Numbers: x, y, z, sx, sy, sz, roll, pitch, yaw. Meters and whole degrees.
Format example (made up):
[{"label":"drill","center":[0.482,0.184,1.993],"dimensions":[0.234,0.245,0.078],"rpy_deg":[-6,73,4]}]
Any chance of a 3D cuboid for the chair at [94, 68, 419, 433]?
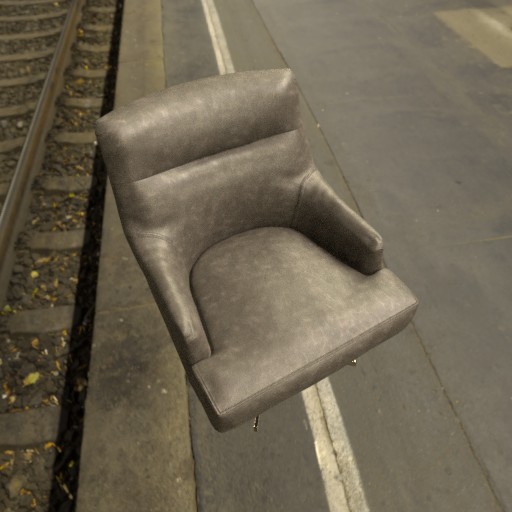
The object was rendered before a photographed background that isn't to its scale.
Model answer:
[{"label":"chair","center":[0.000,0.000,1.486],"dimensions":[0.738,0.870,0.874],"rpy_deg":[-24,51,-21]}]
